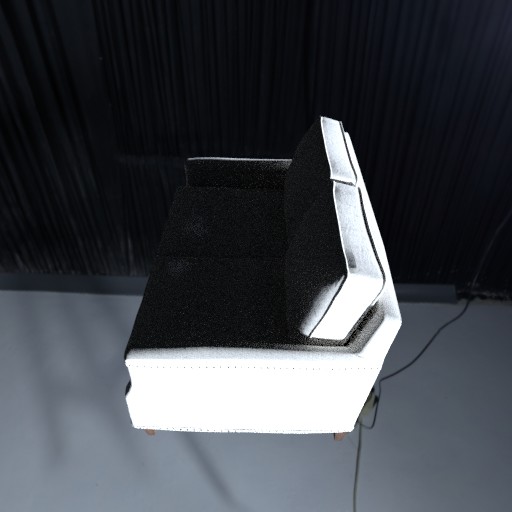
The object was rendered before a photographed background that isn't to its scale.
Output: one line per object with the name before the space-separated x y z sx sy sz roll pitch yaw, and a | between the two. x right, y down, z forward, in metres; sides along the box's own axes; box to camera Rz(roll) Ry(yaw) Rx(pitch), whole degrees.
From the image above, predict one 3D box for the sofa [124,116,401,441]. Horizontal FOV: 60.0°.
sofa | 0.000 0.000 2.338 1.084 1.003 1.597 1 41 1
